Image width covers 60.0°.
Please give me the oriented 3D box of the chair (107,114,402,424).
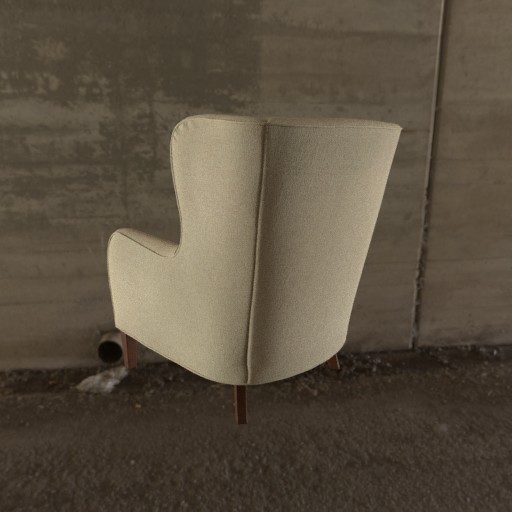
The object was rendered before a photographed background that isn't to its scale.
[{"bbox_3d":[0.000,0.000,1.770,0.838,1.040,0.966,-14,20,-42],"label":"chair"}]
